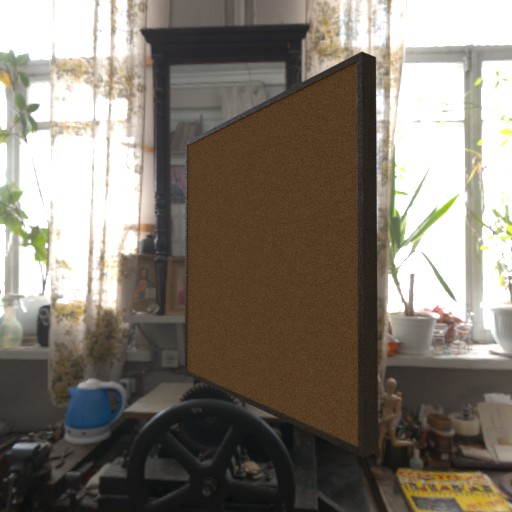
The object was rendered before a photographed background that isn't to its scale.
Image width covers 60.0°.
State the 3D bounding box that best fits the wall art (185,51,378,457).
[{"bbox_3d":[0.000,0.000,1.149,0.039,0.758,0.758,1,-1,-35],"label":"wall art"}]
